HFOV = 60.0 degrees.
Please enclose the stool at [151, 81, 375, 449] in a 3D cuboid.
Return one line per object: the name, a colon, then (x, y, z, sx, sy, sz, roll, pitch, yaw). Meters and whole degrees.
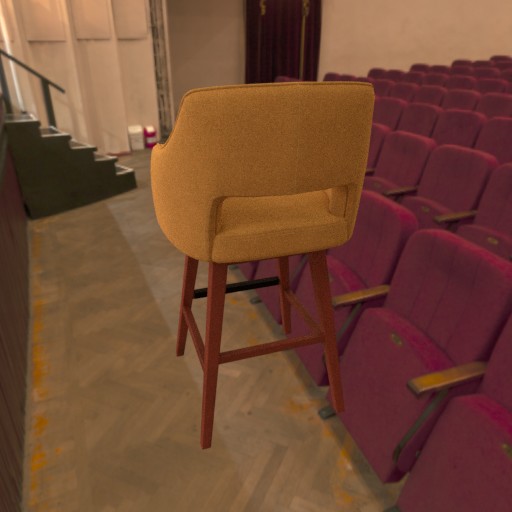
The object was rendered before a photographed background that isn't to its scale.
stool: (0.000, 0.000, 1.329, 0.548, 1.012, 0.558, -8, 27, -17)
